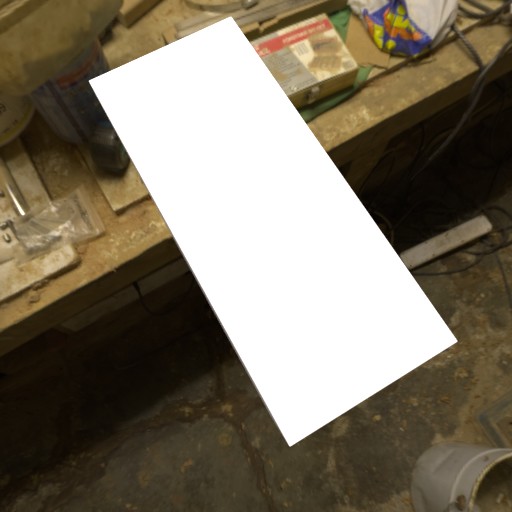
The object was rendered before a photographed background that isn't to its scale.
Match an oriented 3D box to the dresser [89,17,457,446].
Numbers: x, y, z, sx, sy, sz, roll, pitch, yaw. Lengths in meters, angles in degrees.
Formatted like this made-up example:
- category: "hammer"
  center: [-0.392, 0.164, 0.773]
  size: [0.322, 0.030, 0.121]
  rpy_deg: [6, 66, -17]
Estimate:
- category: "dresser"
  center: [0.000, 0.000, 1.621]
  size: [0.460, 1.000, 1.100]
  rpy_deg: [-29, 75, -8]
